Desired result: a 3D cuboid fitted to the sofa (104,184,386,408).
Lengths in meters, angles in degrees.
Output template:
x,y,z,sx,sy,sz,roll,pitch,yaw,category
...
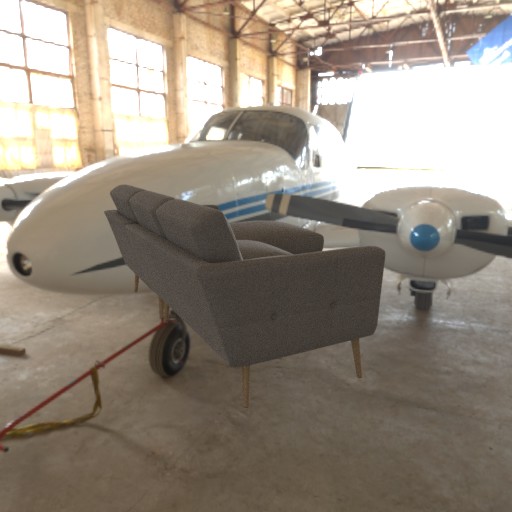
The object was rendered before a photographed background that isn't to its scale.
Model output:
x,y,z,sx,sy,sz,roll,pitch,yaw,category
0.000,0.000,2.870,1.530,0.860,2.040,-7,15,-27,sofa
